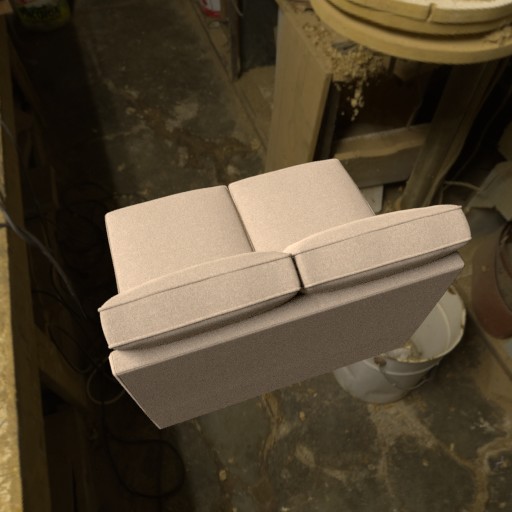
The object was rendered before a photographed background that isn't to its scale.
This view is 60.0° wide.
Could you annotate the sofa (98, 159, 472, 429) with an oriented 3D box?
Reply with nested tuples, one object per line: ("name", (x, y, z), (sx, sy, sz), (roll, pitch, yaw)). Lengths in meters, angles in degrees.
("sofa", (0.000, 0.000, 1.945), (1.237, 1.008, 0.951), (-16, 58, -10))
